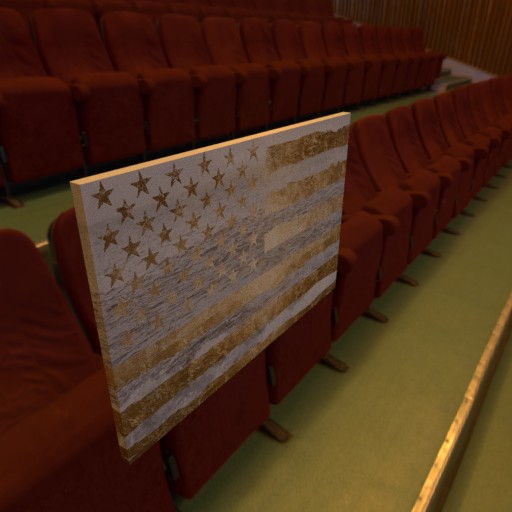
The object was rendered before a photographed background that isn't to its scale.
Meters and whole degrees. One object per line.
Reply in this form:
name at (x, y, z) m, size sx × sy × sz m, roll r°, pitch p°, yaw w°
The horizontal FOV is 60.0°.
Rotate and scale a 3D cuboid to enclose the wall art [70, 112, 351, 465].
wall art at (0.000, 0.000, 1.146) m, size 0.027 × 0.610 × 0.932 m, roll 18°, pitch 31°, yaw 32°
